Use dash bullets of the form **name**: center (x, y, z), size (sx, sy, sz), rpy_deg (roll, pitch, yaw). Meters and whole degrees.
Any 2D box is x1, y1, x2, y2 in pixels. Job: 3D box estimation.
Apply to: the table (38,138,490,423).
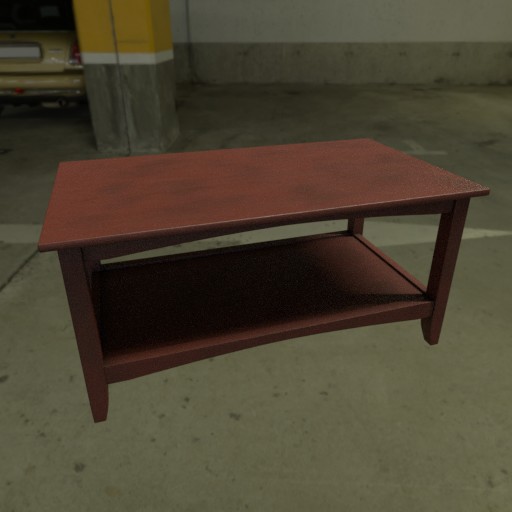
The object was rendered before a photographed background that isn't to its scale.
- **table**: center (0.000, 0.000, 1.201), size (0.943, 0.456, 0.533), rpy_deg (-8, 29, -16)
